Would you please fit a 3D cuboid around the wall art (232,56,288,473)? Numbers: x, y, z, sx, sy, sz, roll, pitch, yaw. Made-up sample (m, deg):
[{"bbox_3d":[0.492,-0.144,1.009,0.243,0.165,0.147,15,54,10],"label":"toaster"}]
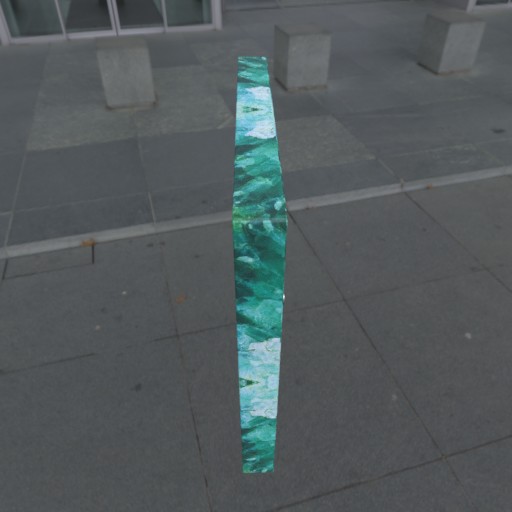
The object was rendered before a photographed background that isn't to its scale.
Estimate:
[{"bbox_3d":[0.000,0.000,0.468,0.033,0.313,0.313,-1,40,-1],"label":"wall art"}]
